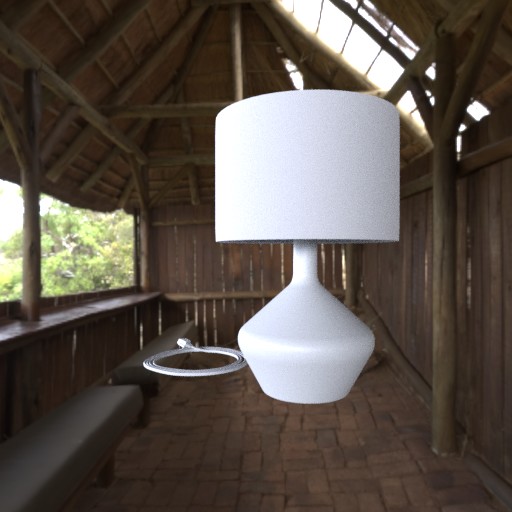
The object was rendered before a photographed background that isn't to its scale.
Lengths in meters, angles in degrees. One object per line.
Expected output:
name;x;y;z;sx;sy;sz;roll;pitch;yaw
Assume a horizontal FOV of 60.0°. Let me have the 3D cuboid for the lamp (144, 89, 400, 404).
lamp;0.000;0.000;0.855;0.401;0.457;0.546;0;0;-19
